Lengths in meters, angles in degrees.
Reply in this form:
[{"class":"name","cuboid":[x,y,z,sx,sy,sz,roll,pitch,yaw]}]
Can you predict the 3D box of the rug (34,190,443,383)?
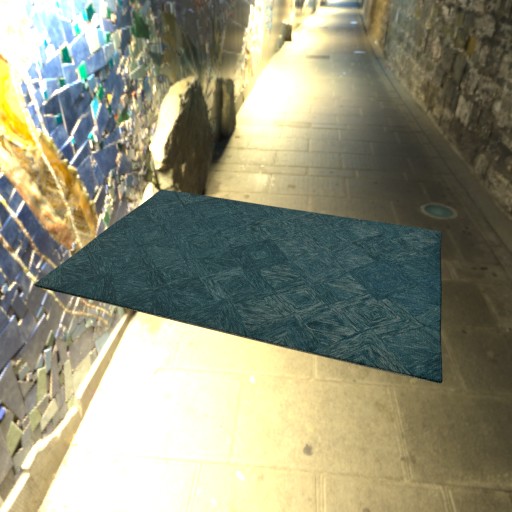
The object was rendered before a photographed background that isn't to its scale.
[{"class":"rug","cuboid":[0.000,0.000,2.187,1.728,0.017,1.136,11,33,16]}]
